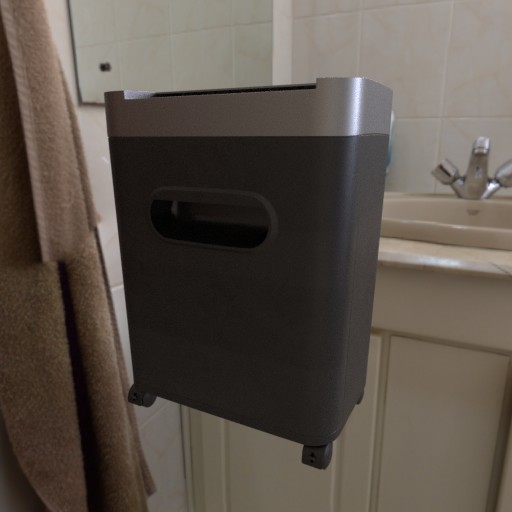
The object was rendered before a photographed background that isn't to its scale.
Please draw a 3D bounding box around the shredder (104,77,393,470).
[{"bbox_3d":[0.000,0.000,0.596,0.311,0.419,0.237,8,17,27],"label":"shredder"}]
